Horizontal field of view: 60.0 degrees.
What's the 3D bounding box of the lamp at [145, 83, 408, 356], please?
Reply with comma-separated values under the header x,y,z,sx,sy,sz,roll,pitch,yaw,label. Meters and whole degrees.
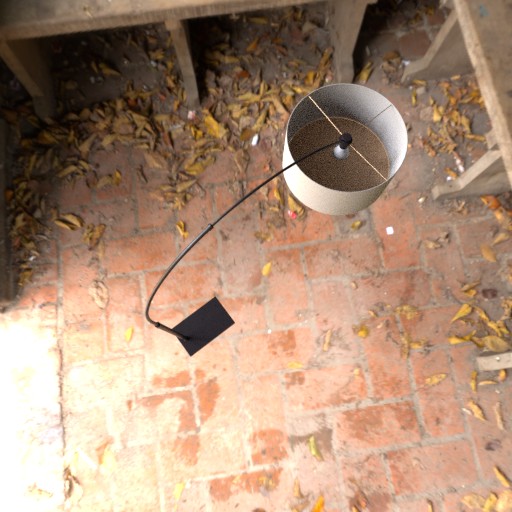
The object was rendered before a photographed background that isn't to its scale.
x,y,z,sx,sy,sz,roll,pitch,yaw,label
0.000,0.000,2.540,1.424,1.927,0.493,-36,78,-9,lamp
